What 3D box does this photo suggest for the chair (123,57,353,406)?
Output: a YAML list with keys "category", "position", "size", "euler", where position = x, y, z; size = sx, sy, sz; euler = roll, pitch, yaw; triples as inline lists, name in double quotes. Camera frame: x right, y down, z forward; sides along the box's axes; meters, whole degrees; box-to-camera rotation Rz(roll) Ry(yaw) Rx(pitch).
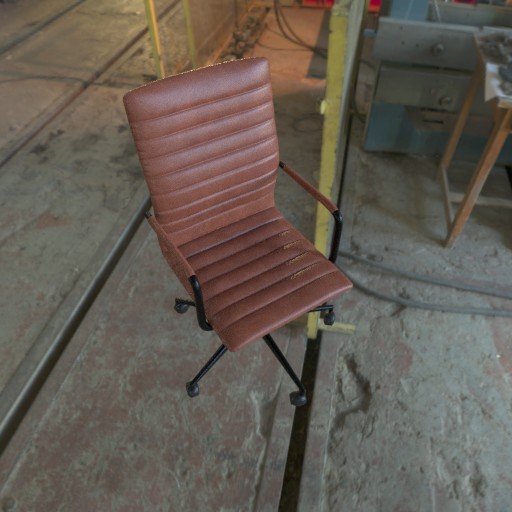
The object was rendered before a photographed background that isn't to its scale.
- category: "chair"
  position: [0.000, 0.000, 1.272]
  size: [0.600, 0.878, 0.578]
  euler: [-25, 51, -22]
